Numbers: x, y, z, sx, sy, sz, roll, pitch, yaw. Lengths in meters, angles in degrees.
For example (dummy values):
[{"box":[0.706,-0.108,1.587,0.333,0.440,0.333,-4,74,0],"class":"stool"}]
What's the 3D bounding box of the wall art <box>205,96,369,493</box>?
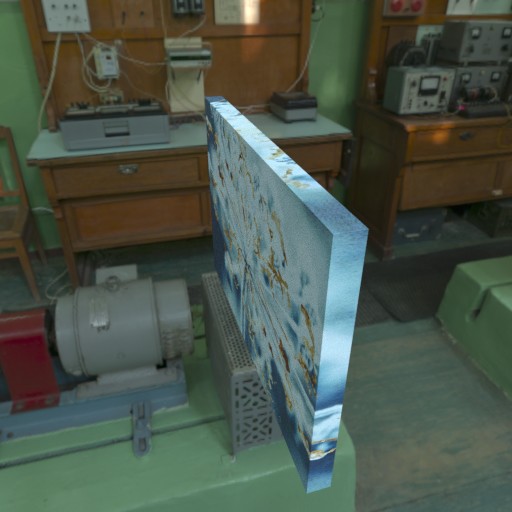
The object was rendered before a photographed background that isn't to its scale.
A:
[{"box":[0.000,0.000,0.758,0.036,0.405,0.607,-9,32,-14],"class":"wall art"}]
